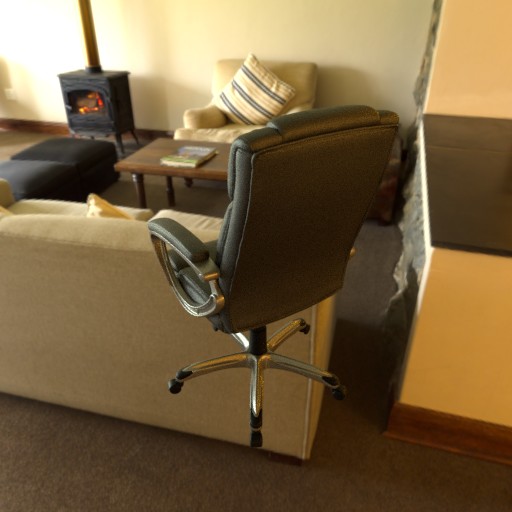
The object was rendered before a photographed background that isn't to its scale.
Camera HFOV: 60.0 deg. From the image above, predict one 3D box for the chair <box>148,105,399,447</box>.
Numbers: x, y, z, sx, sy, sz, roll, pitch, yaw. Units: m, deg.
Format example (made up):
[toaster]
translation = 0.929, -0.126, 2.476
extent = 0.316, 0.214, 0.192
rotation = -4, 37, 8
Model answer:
[chair]
translation = 0.000, 0.000, 1.597
extent = 0.721, 1.130, 0.719
rotation = -17, 34, -28
